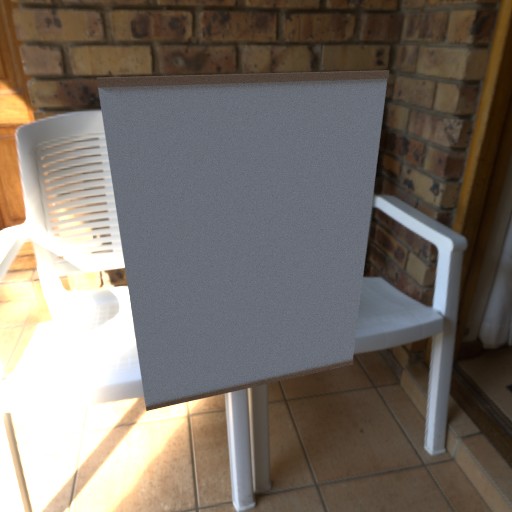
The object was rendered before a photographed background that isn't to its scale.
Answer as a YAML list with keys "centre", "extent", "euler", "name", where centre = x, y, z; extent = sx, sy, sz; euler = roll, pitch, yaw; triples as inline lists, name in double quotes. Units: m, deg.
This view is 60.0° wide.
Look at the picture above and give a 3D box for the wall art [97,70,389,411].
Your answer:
- centre: [0.000, 0.000, 1.335]
  extent: [0.758, 1.016, 0.013]
  euler: [-8, 28, -16]
  name: "wall art"
